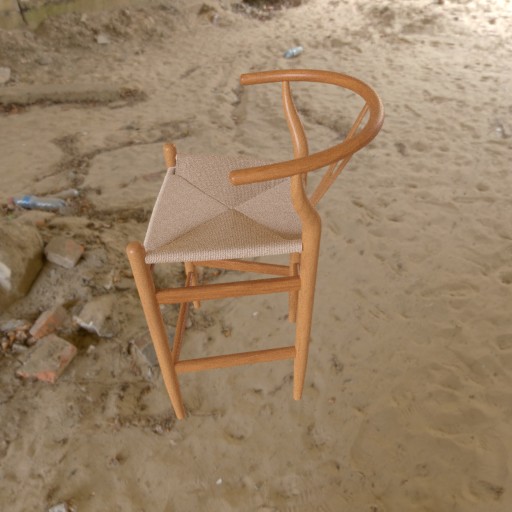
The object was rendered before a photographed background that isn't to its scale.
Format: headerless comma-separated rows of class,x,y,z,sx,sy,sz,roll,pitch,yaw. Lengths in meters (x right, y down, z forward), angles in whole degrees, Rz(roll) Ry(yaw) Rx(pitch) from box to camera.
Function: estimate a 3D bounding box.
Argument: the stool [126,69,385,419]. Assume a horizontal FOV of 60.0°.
stool,0.000,0.000,1.331,0.579,0.970,0.569,0,41,0
